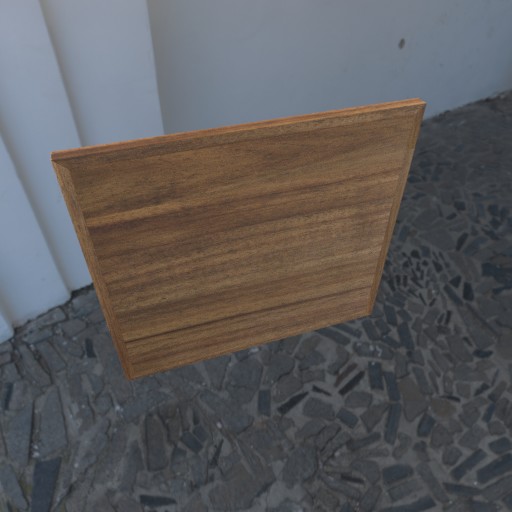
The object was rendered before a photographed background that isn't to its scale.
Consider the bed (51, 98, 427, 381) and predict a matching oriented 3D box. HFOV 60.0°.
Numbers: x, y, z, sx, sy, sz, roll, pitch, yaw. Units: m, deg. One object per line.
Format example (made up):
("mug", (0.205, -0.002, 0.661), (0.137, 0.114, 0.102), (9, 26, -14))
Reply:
("bed", (0.000, 0.000, 1.501), (1.041, 0.940, 0.043), (-13, 43, -14))
